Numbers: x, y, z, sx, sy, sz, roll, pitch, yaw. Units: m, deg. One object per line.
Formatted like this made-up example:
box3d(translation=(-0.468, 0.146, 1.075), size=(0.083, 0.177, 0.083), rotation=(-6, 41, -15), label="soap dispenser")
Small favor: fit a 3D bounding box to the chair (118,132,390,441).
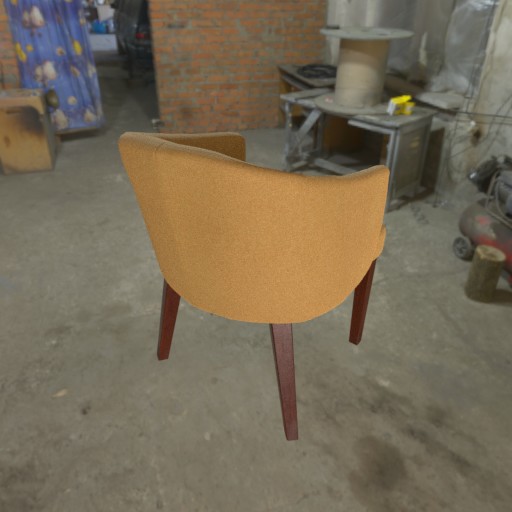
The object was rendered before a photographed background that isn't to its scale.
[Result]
box3d(translation=(0.000, 0.000, 1.279), size=(0.583, 0.811, 0.655), rotation=(22, 38, 31), label="chair")
